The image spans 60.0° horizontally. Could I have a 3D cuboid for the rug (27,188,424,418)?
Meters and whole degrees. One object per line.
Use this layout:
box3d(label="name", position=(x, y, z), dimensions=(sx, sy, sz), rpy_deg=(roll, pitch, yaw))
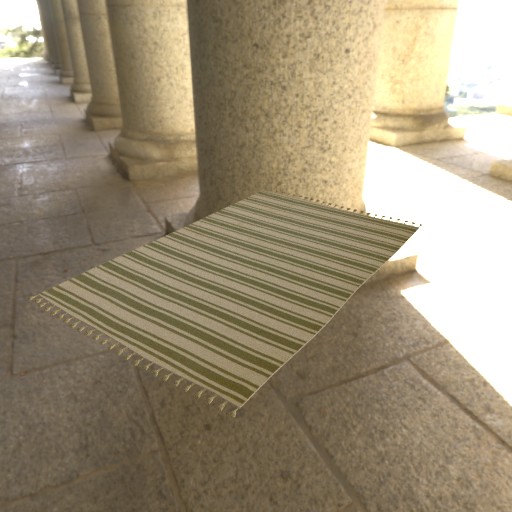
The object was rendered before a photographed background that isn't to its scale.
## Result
box3d(label="rug", position=(0.000, 0.000, 2.321), dimensions=(1.162, 0.013, 1.875), rpy_deg=(19, 33, 32))
